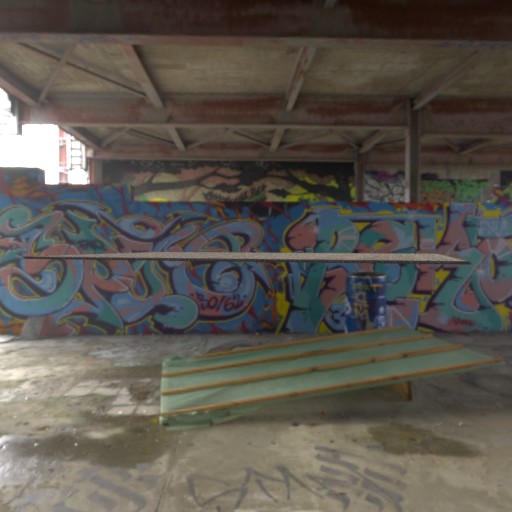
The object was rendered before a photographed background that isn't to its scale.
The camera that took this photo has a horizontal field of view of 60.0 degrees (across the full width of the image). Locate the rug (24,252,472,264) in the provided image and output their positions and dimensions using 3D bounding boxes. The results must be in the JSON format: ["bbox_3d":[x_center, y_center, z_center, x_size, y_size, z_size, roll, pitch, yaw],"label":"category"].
[{"bbox_3d":[0.000,0.000,3.004,2.438,0.015,1.524,0,2,18],"label":"rug"}]
